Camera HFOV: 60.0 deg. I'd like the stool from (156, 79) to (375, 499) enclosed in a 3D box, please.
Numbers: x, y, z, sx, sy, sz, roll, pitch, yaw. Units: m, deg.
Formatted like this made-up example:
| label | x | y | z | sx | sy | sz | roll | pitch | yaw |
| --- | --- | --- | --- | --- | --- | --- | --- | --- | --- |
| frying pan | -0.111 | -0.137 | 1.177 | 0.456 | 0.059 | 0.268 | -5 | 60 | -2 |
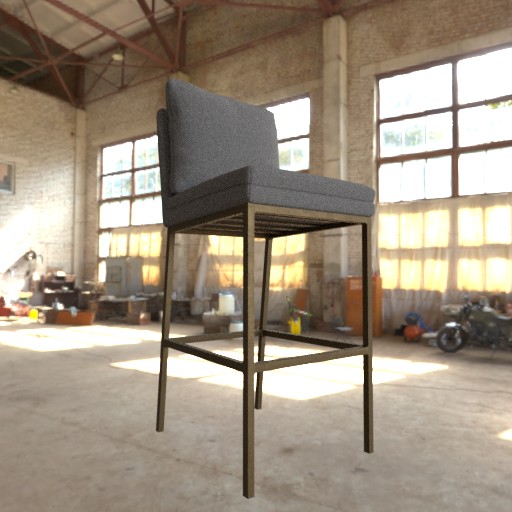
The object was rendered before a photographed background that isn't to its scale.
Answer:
| label | x | y | z | sx | sy | sz | roll | pitch | yaw |
| --- | --- | --- | --- | --- | --- | --- | --- | --- | --- |
| stool | 0.000 | 0.000 | 1.376 | 0.463 | 1.132 | 0.569 | 2 | -3 | -37 |
